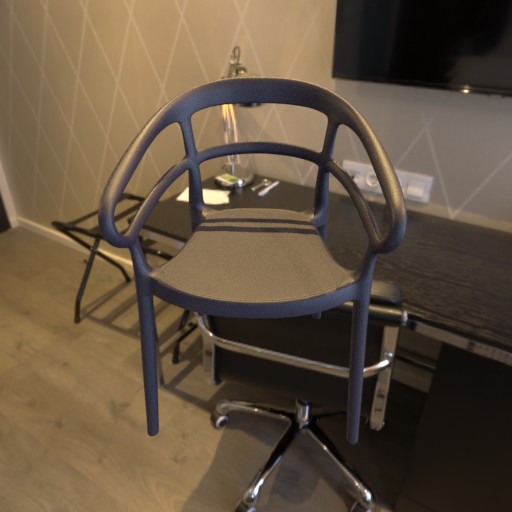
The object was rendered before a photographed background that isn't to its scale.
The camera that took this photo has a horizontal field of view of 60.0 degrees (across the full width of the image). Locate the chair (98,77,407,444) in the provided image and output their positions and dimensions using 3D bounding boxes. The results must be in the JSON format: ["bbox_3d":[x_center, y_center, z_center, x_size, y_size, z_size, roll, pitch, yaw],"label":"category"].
[{"bbox_3d":[0.000,0.000,1.108,0.559,0.761,0.527,1,31,2],"label":"chair"}]
